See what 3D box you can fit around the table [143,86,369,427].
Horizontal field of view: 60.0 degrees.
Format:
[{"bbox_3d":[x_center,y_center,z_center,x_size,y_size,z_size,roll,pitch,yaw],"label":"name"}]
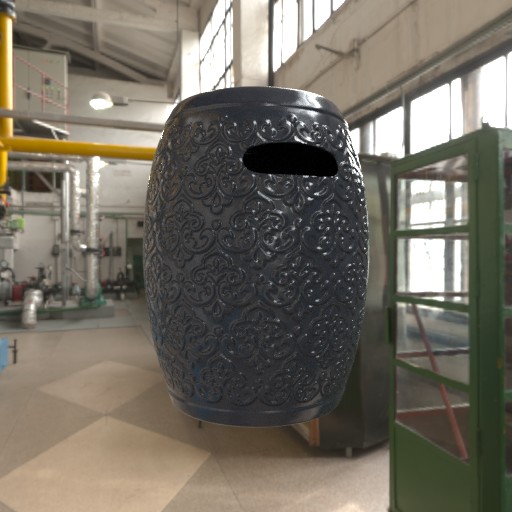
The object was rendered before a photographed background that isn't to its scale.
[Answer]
[{"bbox_3d":[0.000,0.000,0.625,0.309,0.397,0.309,0,1,0],"label":"table"}]
